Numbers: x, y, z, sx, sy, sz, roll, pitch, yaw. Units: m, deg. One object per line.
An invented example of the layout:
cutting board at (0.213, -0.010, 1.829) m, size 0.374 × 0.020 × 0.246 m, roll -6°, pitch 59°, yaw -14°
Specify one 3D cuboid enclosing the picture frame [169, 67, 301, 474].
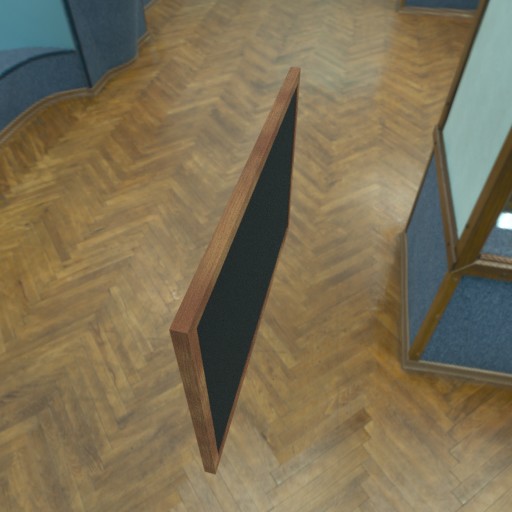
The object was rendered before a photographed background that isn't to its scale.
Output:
picture frame at (0.000, 0.000, 1.216) m, size 0.029 × 0.640 × 0.950 m, roll 10°, pitch 47°, yaw 10°
